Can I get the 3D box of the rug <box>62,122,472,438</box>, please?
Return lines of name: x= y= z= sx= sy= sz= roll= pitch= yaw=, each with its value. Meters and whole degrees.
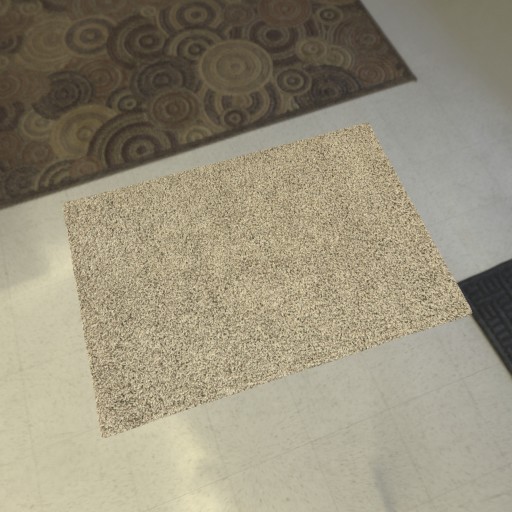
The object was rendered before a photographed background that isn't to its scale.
rug: x=0.000 y=0.000 z=2.238 sx=1.778 sy=0.030 sz=1.219 roll=-17 pitch=67 yaw=-7
